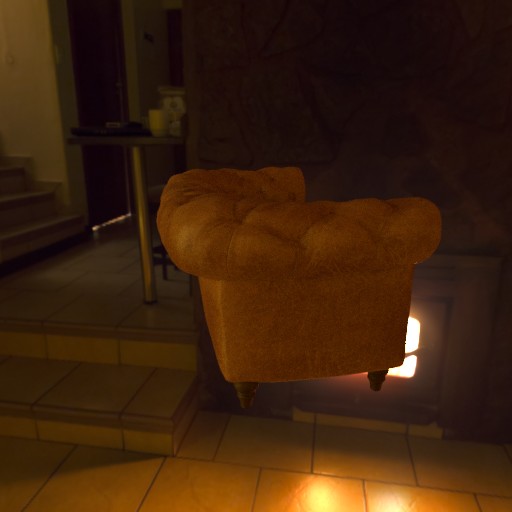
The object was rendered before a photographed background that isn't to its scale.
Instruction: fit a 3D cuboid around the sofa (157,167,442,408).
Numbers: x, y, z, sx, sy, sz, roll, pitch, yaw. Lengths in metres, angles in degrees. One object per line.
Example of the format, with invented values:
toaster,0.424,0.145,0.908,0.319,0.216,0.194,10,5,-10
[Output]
sofa,0.000,0.000,2.498,1.042,0.877,1.979,-3,15,-10
